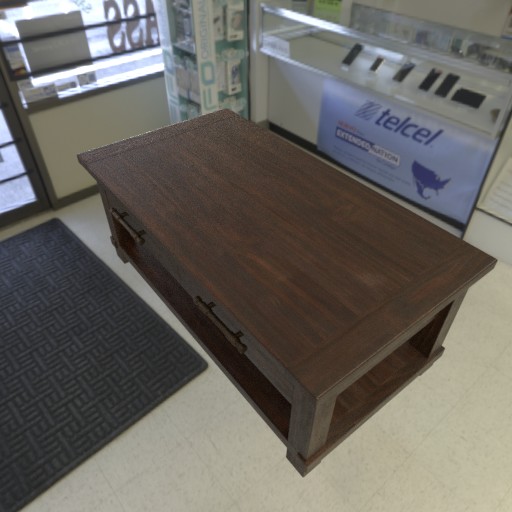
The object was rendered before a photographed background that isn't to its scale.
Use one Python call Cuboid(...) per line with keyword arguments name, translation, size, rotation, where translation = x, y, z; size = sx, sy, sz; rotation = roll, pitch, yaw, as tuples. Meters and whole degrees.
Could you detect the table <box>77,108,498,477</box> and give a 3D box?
Cuboid(name="table", translation=(0.000, 0.000, 1.579), size=(0.700, 0.494, 1.270), rotation=(-27, 48, -28))
